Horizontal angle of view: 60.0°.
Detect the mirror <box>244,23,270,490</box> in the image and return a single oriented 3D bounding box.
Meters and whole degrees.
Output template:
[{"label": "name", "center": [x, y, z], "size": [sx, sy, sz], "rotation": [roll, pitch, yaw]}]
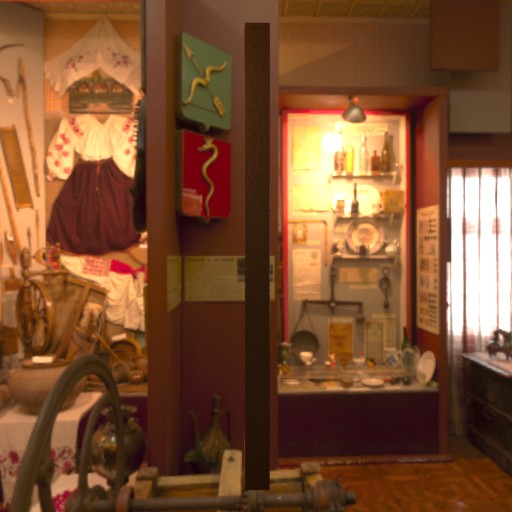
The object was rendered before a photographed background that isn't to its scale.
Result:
[{"label": "mirror", "center": [0.000, 0.000, 1.041], "size": [0.047, 0.823, 0.525], "rotation": [0, 0, 0]}]
